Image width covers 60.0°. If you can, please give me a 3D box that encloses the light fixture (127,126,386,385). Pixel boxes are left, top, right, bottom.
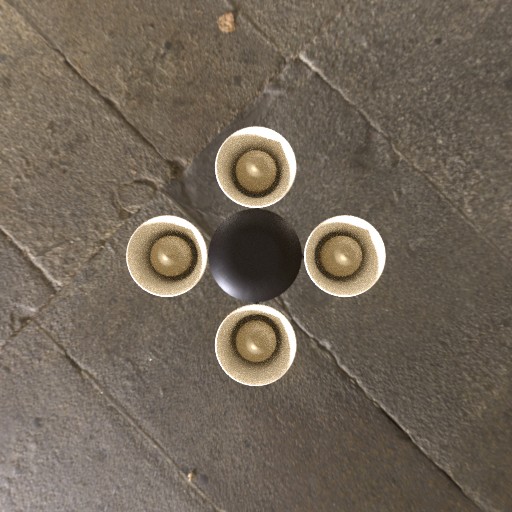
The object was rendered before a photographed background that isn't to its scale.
[{"bbox_3d":[0.000,0.000,1.883,1.069,0.925,1.069,0,90,0],"label":"light fixture"}]
